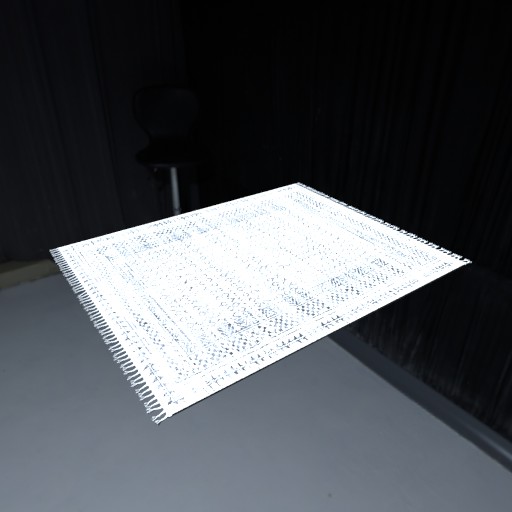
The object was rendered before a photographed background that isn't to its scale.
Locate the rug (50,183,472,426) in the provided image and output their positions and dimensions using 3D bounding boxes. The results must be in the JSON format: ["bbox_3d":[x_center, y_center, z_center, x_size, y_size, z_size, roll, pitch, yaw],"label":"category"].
[{"bbox_3d":[0.000,0.000,3.883,2.940,0.013,2.312,-20,36,-30],"label":"rug"}]
